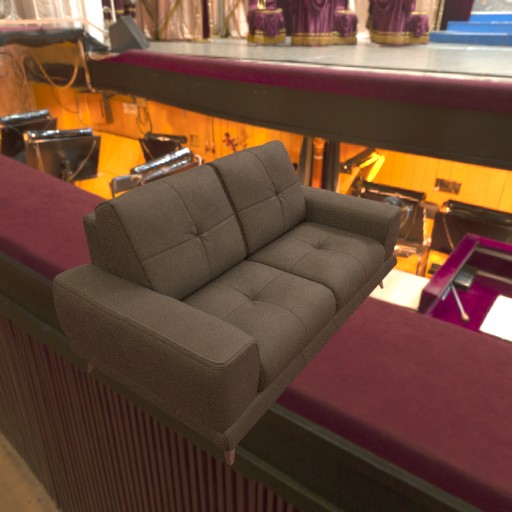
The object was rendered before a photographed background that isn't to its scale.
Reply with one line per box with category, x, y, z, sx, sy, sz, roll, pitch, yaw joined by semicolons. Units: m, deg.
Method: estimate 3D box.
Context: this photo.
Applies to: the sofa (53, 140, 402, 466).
sofa;0.000;0.000;2.379;1.018;0.907;1.806;19;33;31
